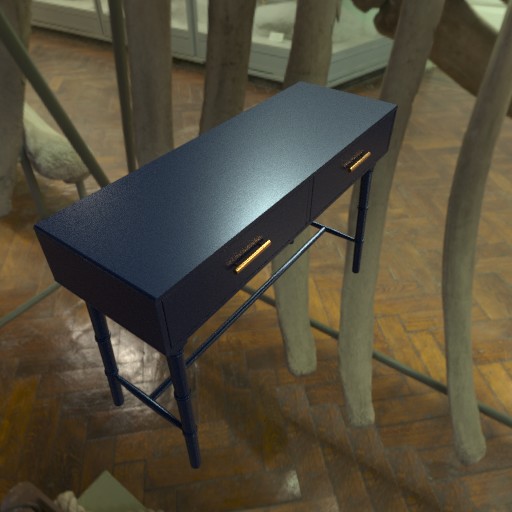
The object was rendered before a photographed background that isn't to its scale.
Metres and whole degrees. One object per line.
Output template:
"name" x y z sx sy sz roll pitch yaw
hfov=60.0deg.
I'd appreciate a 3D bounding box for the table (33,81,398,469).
"table" 0.000 0.000 1.467 0.399 0.749 1.118 26 47 27
